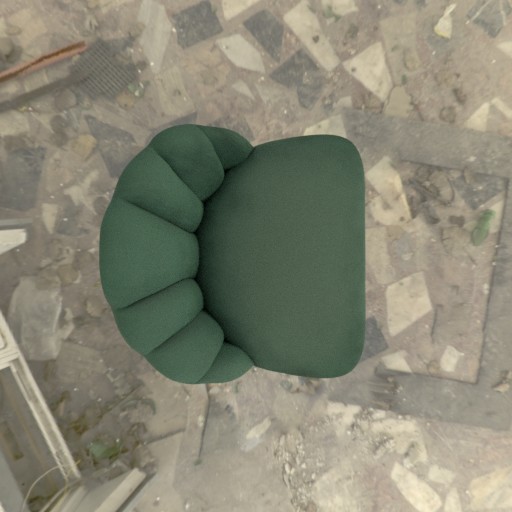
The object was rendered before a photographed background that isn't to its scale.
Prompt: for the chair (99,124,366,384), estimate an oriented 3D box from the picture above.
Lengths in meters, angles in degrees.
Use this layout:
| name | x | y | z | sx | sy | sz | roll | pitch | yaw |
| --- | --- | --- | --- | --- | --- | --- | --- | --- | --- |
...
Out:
| name | x | y | z | sx | sy | sz | roll | pitch | yaw |
| --- | --- | --- | --- | --- | --- | --- | --- | --- | --- |
| chair | 0.000 | 0.000 | 1.242 | 0.599 | 0.819 | 0.657 | 0 | 89 | 1 |
